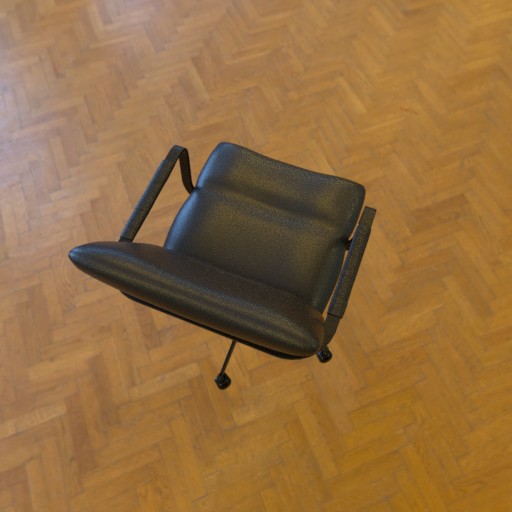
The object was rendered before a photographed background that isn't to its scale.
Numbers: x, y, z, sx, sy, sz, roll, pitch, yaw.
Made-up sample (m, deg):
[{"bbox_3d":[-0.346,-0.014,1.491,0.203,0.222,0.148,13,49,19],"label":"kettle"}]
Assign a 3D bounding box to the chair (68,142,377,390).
[{"bbox_3d":[0.000,0.000,1.445,0.719,0.922,0.748,20,65,10],"label":"chair"}]
